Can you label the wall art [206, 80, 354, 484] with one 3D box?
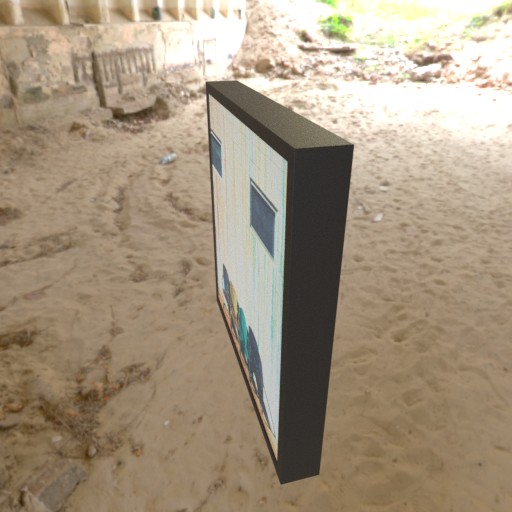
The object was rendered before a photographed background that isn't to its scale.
[{"bbox_3d":[0.000,0.000,0.458,0.038,0.304,0.304,-7,29,-13],"label":"wall art"}]
